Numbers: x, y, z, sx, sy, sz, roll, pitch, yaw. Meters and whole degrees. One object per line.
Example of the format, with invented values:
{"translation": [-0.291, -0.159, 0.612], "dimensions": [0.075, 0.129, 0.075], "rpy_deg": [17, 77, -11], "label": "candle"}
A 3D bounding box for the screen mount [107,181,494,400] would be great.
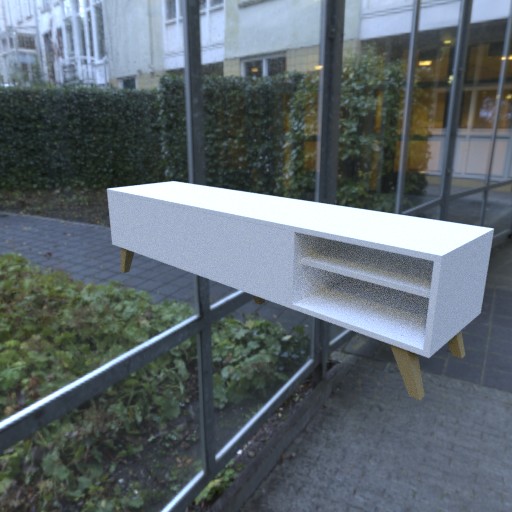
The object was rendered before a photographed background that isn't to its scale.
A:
{"translation": [0.000, 0.000, 1.831], "dimensions": [1.644, 0.432, 0.399], "rpy_deg": [15, 23, 41], "label": "screen mount"}
